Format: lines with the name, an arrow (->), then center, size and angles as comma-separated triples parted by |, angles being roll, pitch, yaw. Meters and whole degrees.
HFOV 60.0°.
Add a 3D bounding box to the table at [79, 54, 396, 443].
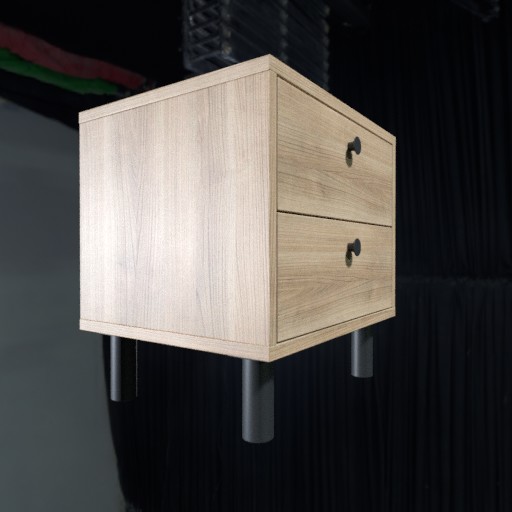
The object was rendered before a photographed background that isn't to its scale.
table -> 0.000, 0.000, 0.784 | 0.380, 0.460, 0.445 | 0, 1, 35
